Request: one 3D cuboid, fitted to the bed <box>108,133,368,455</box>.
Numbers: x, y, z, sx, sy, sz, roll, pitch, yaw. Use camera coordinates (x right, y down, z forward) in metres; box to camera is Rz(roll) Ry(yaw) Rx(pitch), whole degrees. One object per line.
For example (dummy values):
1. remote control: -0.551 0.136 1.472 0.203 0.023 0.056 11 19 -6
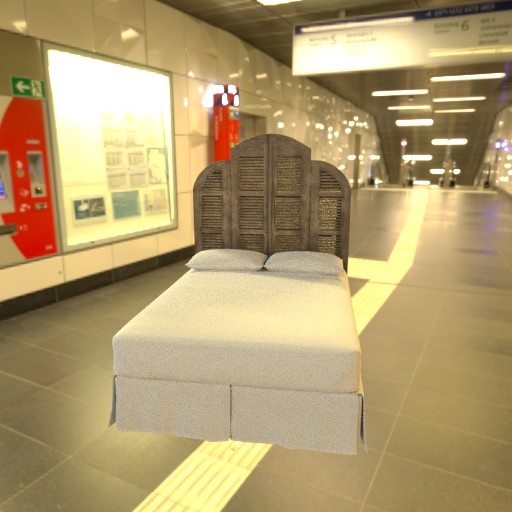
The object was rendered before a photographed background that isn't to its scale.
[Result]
1. bed: 0.000 0.000 3.627 1.713 2.019 2.138 2 13 8
